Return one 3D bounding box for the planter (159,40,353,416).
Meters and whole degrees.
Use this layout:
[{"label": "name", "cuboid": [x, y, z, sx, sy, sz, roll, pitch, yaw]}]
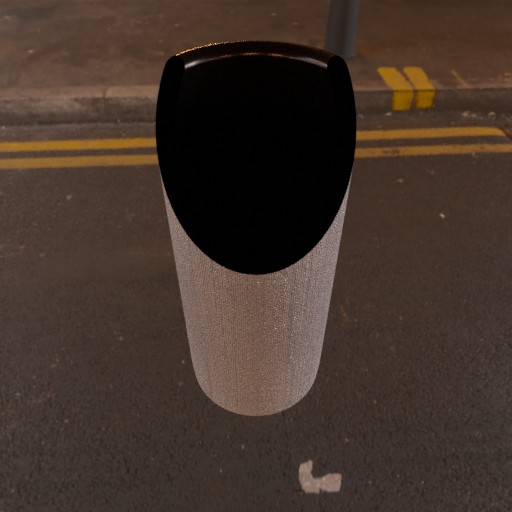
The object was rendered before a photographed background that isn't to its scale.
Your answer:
[{"label": "planter", "cuboid": [0.000, 0.000, 0.127, 0.045, 0.103, 0.045, 25, 48, 25]}]
